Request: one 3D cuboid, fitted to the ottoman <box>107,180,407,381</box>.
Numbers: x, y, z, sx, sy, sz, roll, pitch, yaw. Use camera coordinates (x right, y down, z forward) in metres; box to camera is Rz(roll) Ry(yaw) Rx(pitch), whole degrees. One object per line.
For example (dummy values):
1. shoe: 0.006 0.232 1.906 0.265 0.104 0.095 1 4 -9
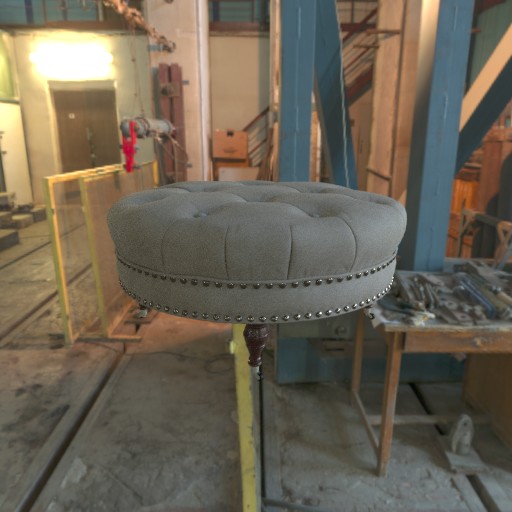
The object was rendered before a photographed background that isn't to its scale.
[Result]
1. ottoman: 0.000 0.000 1.419 0.901 0.439 0.901 0 16 0
